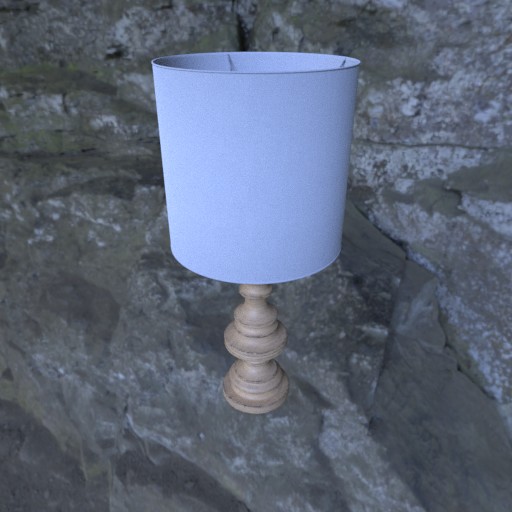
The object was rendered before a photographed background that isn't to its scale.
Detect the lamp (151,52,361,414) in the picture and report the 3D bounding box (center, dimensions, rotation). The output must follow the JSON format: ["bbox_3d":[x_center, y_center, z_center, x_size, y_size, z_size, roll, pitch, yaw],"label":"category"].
[{"bbox_3d":[0.000,0.000,0.560,0.208,0.455,0.208,-21,35,-33],"label":"lamp"}]
